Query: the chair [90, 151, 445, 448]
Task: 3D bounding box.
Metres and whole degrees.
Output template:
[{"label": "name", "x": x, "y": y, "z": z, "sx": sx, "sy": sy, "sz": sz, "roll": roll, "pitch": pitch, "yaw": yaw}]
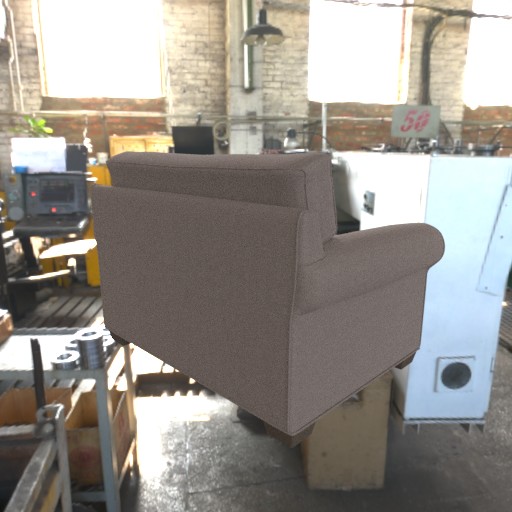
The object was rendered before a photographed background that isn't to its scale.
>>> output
[{"label": "chair", "x": 0.000, "y": 0.000, "z": 2.024, "sx": 1.390, "sy": 0.930, "sz": 0.930, "roll": 13, "pitch": 19, "yaw": 43}]
